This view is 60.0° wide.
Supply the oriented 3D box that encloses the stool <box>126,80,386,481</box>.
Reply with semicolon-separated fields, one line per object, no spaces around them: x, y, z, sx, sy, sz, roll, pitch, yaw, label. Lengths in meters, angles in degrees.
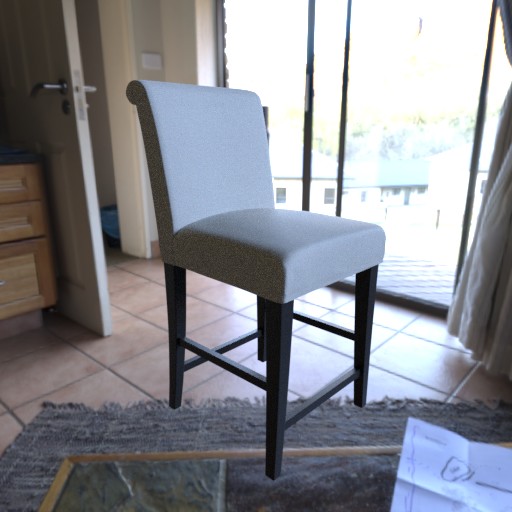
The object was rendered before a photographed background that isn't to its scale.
0.000;0.000;1.307;0.597;0.976;0.452;14;21;42;stool
